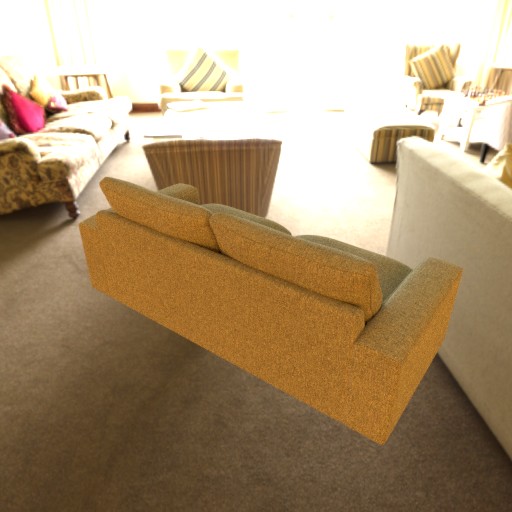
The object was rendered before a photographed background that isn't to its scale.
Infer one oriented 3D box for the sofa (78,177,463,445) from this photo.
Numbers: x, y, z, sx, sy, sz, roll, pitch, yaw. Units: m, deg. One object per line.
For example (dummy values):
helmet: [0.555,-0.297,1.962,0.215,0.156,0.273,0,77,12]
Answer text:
sofa: [0.000,0.000,2.869,2.299,0.922,1.040,20,36,31]
